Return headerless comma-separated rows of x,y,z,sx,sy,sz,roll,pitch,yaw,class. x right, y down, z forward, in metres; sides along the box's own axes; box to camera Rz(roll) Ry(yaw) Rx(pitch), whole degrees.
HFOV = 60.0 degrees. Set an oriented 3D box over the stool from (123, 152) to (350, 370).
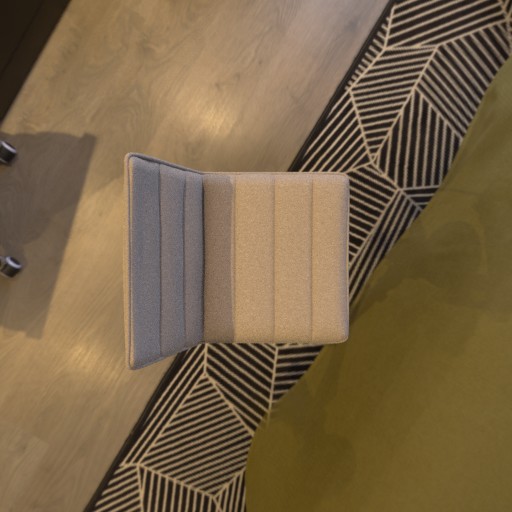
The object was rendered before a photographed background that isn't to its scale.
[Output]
0.000,0.000,1.244,0.490,0.960,0.490,0,91,0,stool
